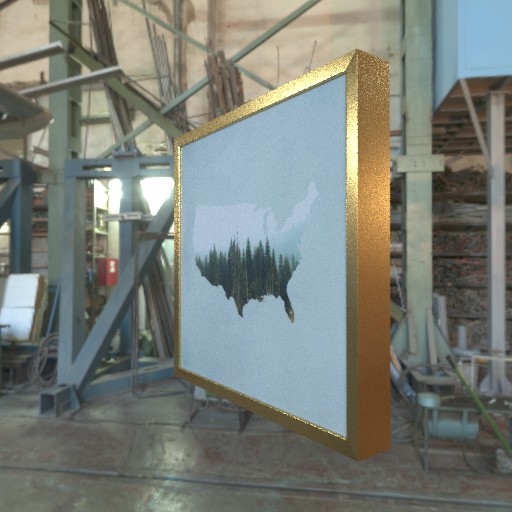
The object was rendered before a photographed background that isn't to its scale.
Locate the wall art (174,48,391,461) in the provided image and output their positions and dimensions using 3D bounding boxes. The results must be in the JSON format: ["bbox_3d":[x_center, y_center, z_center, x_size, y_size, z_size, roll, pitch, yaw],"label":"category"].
[{"bbox_3d":[0.000,0.000,0.460,0.038,0.304,0.304,0,-1,-36],"label":"wall art"}]
